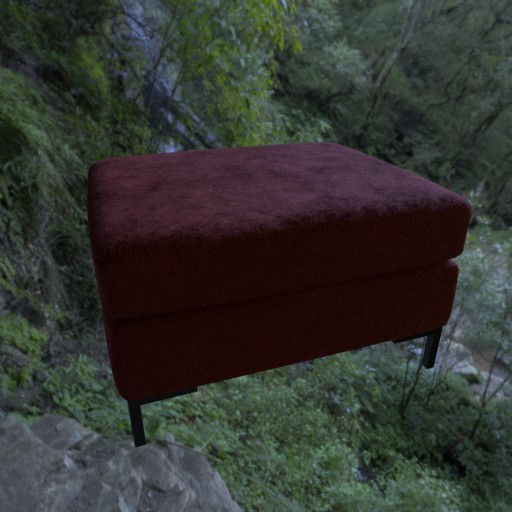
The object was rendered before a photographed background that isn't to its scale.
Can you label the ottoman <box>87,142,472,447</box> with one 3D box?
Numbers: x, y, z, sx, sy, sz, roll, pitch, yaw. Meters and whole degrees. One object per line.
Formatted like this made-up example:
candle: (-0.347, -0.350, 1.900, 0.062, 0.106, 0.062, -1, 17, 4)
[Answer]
ottoman: (0.000, 0.000, 1.162, 0.782, 0.462, 0.650, -9, 27, -17)
